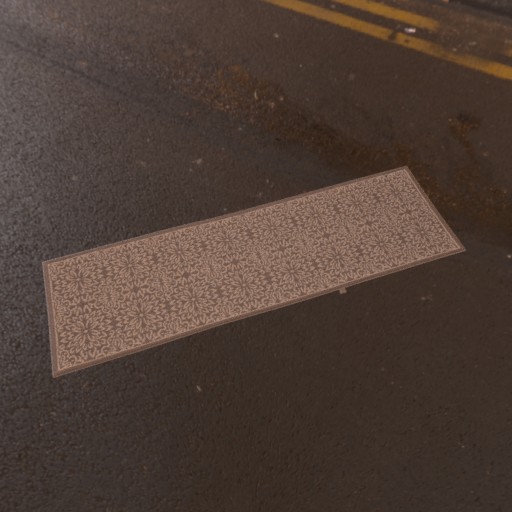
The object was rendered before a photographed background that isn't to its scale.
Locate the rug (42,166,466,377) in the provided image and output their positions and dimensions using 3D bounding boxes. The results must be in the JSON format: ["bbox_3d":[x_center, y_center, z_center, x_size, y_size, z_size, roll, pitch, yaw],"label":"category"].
[{"bbox_3d":[0.000,0.000,2.395,2.196,0.011,0.662,-16,59,-10],"label":"rug"}]
